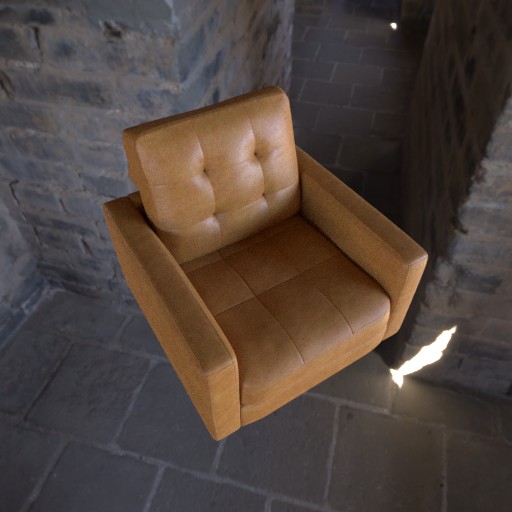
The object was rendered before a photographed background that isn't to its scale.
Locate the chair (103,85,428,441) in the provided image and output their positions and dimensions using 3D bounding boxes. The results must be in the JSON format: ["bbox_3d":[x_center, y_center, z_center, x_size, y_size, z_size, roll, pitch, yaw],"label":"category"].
[{"bbox_3d":[0.000,0.000,1.580,0.831,0.896,0.868,-24,51,-21],"label":"chair"}]
